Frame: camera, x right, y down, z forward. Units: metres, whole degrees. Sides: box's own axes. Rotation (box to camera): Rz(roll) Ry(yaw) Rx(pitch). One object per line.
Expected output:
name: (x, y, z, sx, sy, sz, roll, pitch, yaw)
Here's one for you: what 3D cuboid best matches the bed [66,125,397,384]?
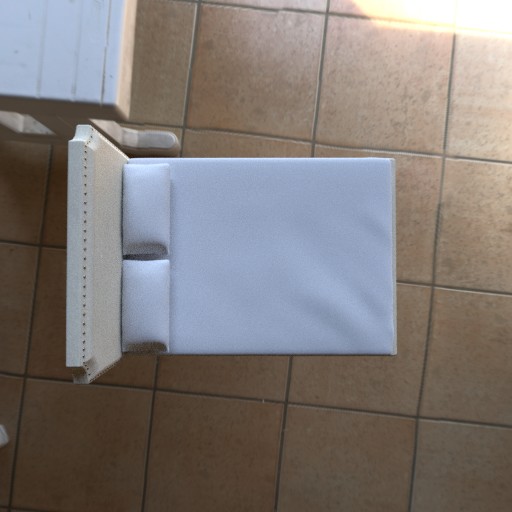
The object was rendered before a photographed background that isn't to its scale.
bed: (0.000, 0.000, 3.508, 2.381, 1.457, 1.713, 0, 89, 0)
